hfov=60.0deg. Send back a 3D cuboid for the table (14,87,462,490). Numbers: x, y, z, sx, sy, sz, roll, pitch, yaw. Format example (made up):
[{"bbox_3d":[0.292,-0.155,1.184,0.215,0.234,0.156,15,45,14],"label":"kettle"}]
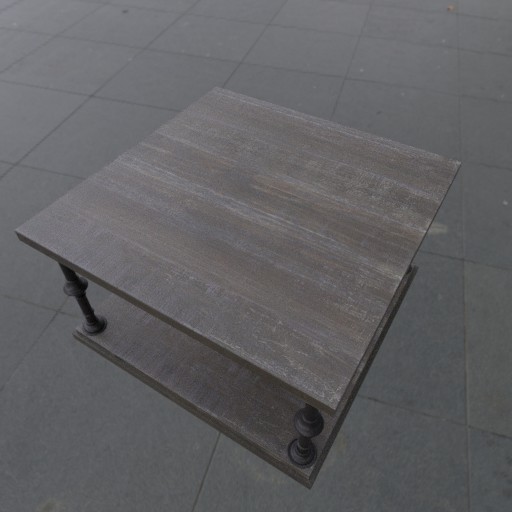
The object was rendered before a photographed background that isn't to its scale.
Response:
[{"bbox_3d":[0.000,0.000,1.101,0.696,0.400,0.696,24,52,21],"label":"table"}]
